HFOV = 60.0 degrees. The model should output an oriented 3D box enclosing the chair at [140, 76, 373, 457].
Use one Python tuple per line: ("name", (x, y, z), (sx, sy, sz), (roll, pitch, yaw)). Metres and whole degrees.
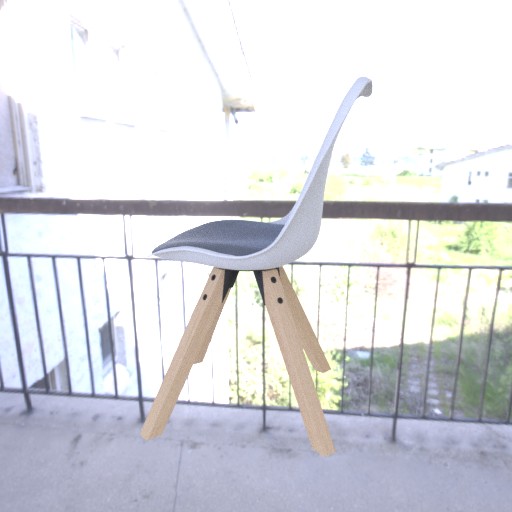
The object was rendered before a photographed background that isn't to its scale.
("chair", (0.000, 0.000, 1.178), (0.550, 0.850, 0.485), (2, 13, 8))
